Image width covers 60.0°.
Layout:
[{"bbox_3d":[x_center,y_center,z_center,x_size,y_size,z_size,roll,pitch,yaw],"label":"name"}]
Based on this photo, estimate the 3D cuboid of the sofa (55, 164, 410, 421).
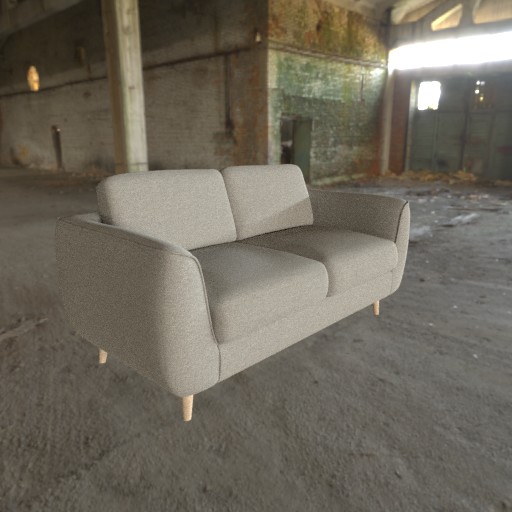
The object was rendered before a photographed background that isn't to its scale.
[{"bbox_3d":[0.000,0.000,2.209,0.920,0.850,1.700,13,20,42],"label":"sofa"}]
